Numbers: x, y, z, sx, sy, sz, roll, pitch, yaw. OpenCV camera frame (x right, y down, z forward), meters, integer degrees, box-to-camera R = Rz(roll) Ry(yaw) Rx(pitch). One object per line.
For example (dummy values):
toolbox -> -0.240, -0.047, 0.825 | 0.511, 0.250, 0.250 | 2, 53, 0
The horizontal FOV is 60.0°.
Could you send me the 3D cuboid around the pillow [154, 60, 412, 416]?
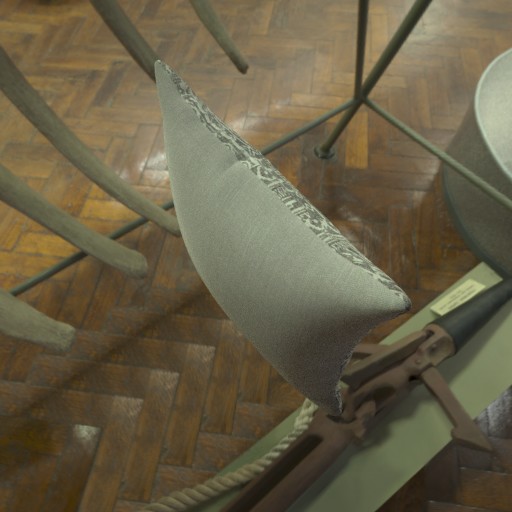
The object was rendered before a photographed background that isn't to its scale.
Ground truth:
pillow -> 0.000, 0.000, 0.784 | 0.180, 0.487, 0.546 | -32, 63, -19
